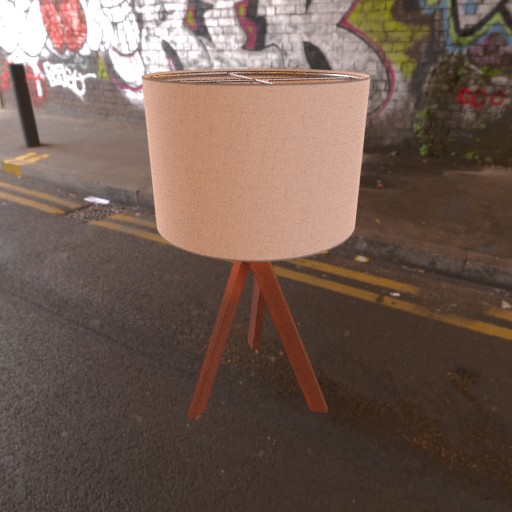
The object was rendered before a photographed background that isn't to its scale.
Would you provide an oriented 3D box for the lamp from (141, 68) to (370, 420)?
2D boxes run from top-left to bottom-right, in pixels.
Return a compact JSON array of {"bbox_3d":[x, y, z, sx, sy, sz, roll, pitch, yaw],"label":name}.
[{"bbox_3d":[0.000,0.000,0.903,0.380,0.686,0.380,-8,27,-17],"label":"lamp"}]
